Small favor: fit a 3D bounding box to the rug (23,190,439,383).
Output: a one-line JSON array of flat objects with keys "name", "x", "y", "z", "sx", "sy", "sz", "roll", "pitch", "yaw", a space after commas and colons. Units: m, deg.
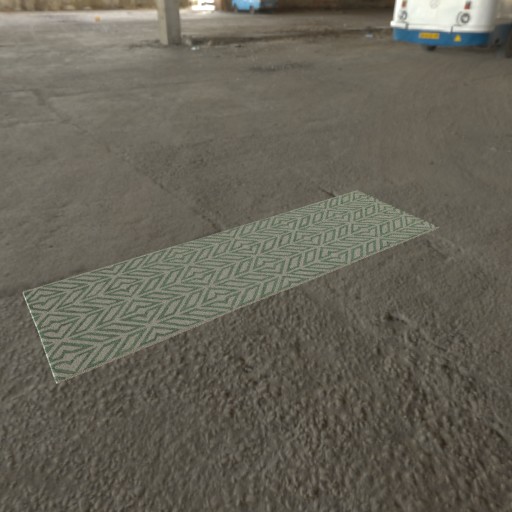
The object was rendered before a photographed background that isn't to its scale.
[{"name": "rug", "x": 0.000, "y": 0.000, "z": 2.629, "sx": 2.435, "sy": 0.009, "sz": 0.750, "roll": -19, "pitch": 36, "yaw": -28}]
